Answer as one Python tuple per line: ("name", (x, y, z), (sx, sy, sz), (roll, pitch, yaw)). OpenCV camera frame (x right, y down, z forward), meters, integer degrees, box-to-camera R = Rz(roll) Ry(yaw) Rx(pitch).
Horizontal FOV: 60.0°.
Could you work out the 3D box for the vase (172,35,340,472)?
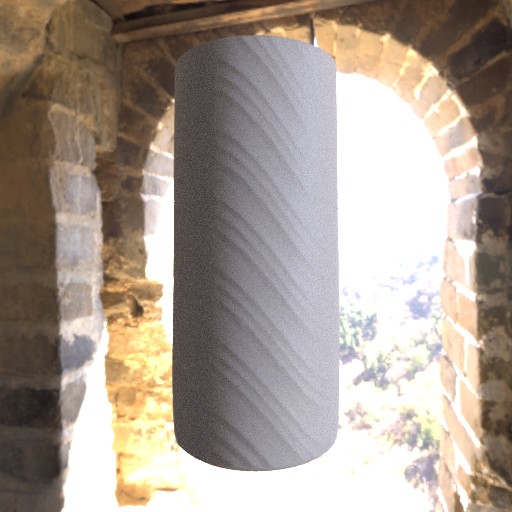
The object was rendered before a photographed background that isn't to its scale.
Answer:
("vase", (0.000, 0.000, 0.384), (0.143, 0.316, 0.143), (0, 1, 0))
